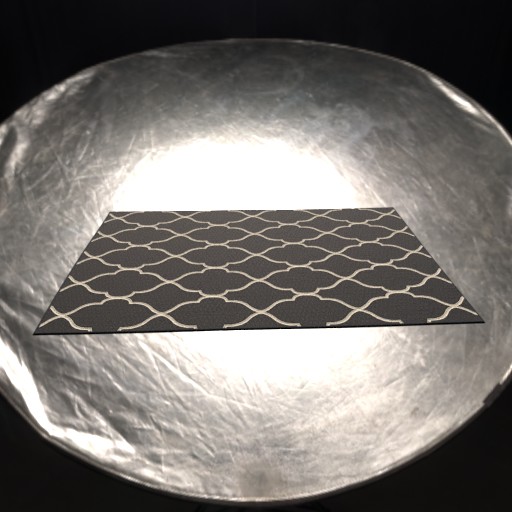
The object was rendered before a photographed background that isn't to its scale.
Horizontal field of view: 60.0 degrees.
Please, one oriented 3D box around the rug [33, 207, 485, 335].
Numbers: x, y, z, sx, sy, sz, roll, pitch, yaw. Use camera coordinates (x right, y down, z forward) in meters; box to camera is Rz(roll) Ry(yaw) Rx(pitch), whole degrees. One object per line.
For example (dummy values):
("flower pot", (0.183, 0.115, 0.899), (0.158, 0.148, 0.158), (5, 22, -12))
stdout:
("rug", (0.000, 0.000, 2.889), (2.294, 0.014, 1.528), (-1, 29, -2))
